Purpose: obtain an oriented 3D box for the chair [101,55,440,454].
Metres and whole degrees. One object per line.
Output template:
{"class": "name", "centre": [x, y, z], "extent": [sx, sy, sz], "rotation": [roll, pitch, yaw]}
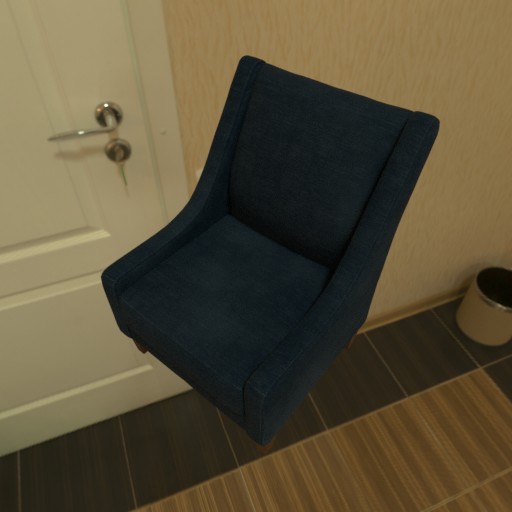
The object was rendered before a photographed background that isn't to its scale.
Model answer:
{"class": "chair", "centre": [0.000, 0.000, 1.603], "extent": [0.774, 1.014, 0.870], "rotation": [30, 53, 26]}
